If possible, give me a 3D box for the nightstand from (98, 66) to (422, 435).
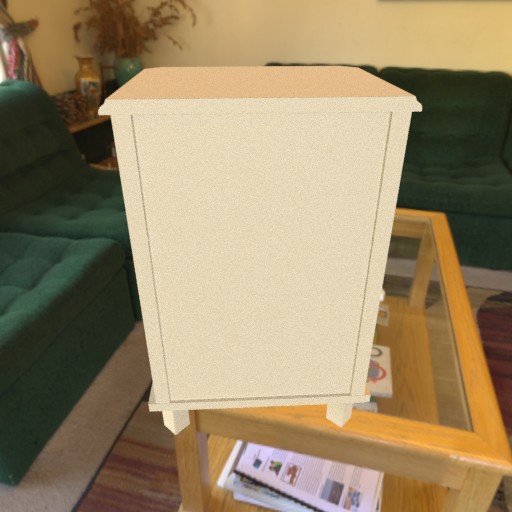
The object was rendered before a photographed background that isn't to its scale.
[{"bbox_3d":[0.000,0.000,0.906,0.435,0.681,0.351,-2,30,-3],"label":"nightstand"}]
